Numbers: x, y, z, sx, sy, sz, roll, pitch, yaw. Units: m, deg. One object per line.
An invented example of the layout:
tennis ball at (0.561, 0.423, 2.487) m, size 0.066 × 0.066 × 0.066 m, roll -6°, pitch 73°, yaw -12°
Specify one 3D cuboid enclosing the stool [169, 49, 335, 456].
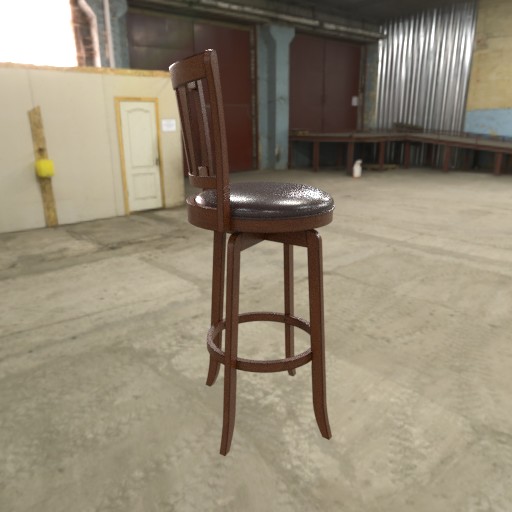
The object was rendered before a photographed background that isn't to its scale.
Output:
stool at (0.000, 0.000, 1.466) m, size 0.503 × 1.177 × 0.464 m, roll -4°, pitch 17°, yaw -12°
